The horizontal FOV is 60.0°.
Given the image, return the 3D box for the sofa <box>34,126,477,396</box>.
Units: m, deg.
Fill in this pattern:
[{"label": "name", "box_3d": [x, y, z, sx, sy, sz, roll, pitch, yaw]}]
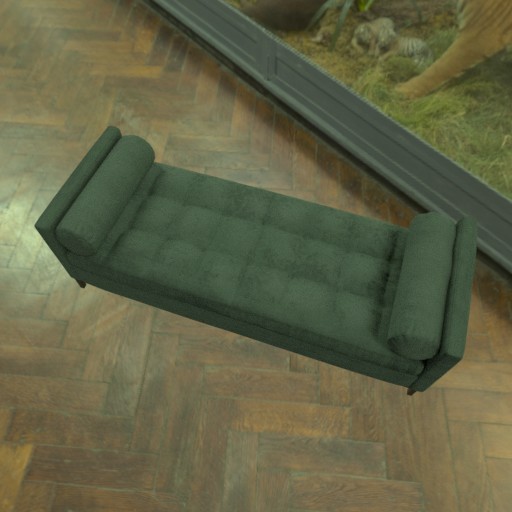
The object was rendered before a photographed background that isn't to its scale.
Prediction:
[{"label": "sofa", "box_3d": [0.000, 0.000, 2.481, 2.130, 0.681, 0.817, 16, 60, 10]}]
